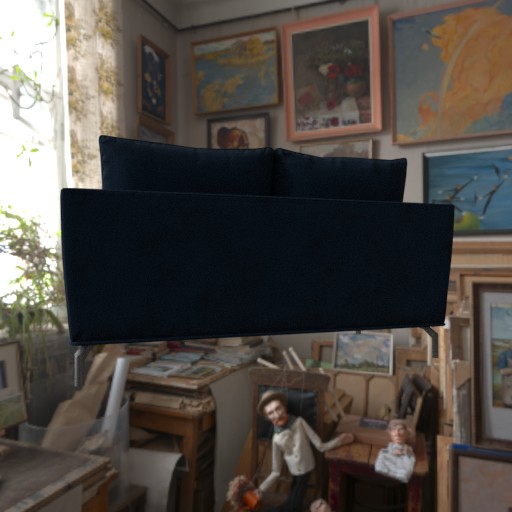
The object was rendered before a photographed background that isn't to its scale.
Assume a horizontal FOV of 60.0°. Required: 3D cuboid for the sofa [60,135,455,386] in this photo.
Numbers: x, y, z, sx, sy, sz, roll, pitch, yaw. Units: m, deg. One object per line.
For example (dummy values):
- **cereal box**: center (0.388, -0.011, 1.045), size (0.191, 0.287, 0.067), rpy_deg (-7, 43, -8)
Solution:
- **sofa**: center (0.000, 0.000, 2.278), size (1.770, 1.002, 0.853), rpy_deg (0, 0, -17)
